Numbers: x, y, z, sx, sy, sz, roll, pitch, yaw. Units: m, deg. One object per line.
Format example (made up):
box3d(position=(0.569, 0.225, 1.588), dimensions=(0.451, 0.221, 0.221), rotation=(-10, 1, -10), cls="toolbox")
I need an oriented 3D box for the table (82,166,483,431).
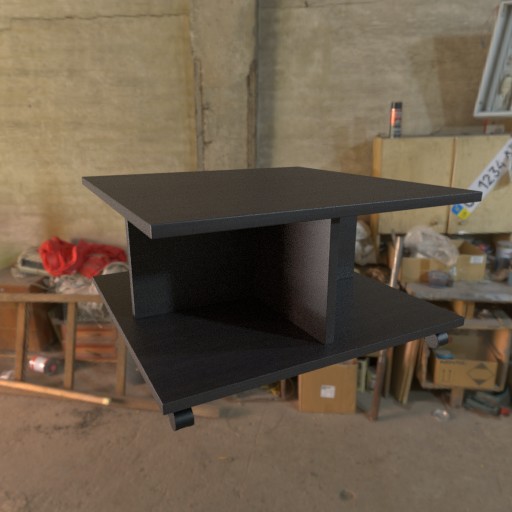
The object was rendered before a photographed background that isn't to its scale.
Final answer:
box3d(position=(0.000, 0.000, 1.212), dimensions=(0.762, 0.396, 0.762), rotation=(-8, 18, -27), cls="table")
